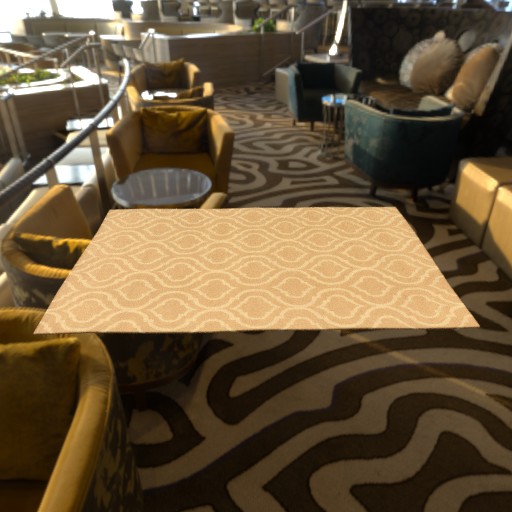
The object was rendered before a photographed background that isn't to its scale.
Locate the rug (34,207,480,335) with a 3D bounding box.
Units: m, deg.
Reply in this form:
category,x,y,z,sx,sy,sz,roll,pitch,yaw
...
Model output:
category,x,y,z,sx,sy,sz,roll,pitch,yaw
rug,0.000,0.000,2.218,1.761,0.013,1.152,-1,31,-1
